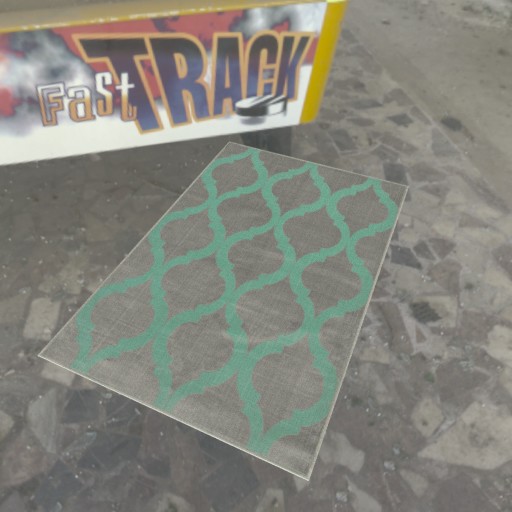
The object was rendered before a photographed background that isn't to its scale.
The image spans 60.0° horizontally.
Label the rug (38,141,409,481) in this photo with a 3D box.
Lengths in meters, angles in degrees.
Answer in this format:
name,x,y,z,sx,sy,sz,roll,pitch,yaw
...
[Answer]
name,x,y,z,sx,sy,sz,roll,pitch,yaw
rug,0.000,0.000,2.866,1.524,0.006,2.286,18,49,16
